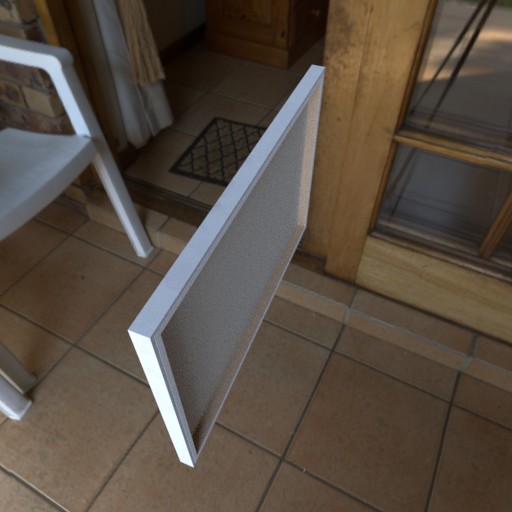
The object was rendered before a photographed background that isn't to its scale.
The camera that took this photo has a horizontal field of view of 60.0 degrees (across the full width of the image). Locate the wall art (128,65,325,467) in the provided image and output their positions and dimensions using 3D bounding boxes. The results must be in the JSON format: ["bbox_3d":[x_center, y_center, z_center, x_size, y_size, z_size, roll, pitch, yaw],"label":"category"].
[{"bbox_3d":[0.000,0.000,1.158,0.038,0.610,0.915,17,51,14],"label":"wall art"}]
